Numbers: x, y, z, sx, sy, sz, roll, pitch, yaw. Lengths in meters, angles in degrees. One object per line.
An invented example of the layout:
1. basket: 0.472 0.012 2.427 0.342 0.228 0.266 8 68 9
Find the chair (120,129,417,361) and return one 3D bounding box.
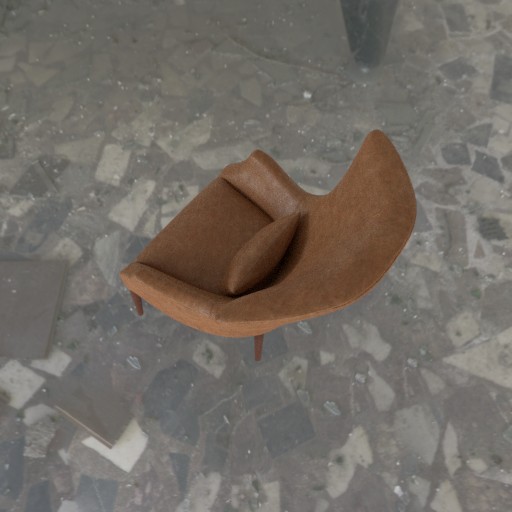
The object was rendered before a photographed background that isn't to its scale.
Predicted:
1. chair: 0.000 0.000 1.795 0.955 1.067 0.846 34 67 16
